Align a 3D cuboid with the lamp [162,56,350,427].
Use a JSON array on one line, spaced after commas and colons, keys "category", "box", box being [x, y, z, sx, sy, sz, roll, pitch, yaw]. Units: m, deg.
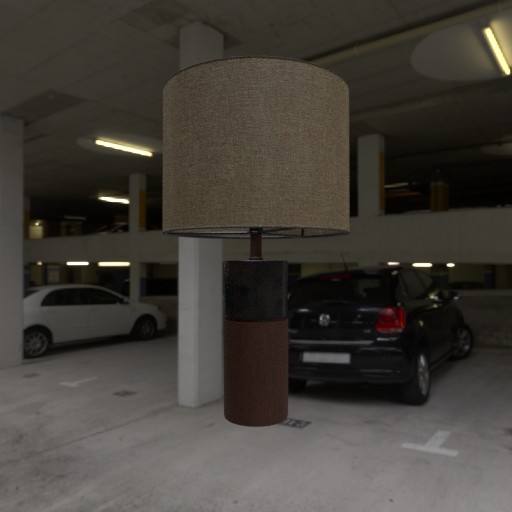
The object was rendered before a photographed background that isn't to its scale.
[{"category": "lamp", "box": [0.000, 0.000, 0.488, 0.202, 0.350, 0.202, 0, -1, 0]}]
